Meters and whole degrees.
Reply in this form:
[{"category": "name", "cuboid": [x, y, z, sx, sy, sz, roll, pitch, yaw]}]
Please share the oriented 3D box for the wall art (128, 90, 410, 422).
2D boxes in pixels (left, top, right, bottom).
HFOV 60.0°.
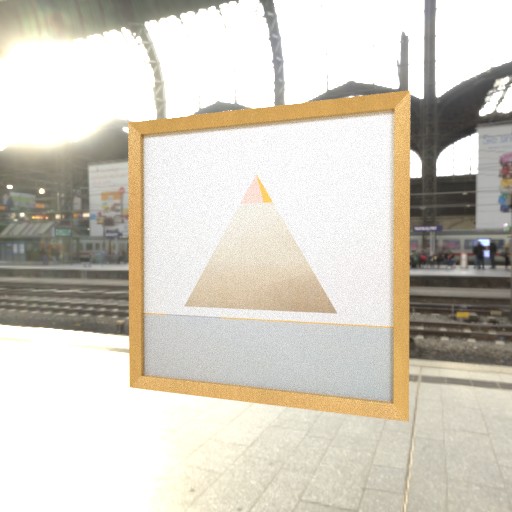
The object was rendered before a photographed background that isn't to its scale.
[{"category": "wall art", "cuboid": [0.000, 0.000, 2.956, 1.935, 1.936, 0.097, 0, 1, 19]}]
